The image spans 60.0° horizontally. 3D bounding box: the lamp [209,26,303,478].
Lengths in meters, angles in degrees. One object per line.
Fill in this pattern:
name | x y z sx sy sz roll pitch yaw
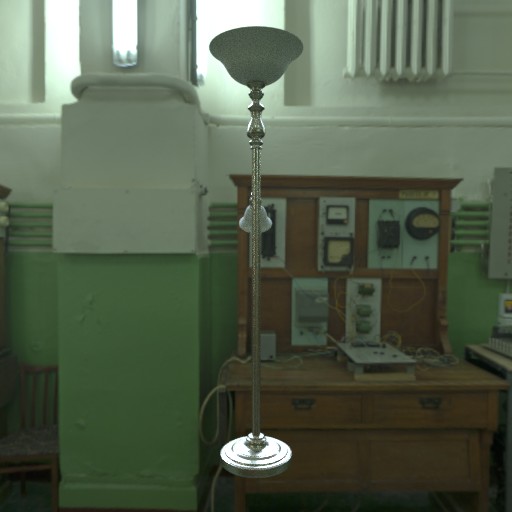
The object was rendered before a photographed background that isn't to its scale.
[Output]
lamp | 0.000 0.000 2.013 0.405 1.785 0.575 0 1 -1
